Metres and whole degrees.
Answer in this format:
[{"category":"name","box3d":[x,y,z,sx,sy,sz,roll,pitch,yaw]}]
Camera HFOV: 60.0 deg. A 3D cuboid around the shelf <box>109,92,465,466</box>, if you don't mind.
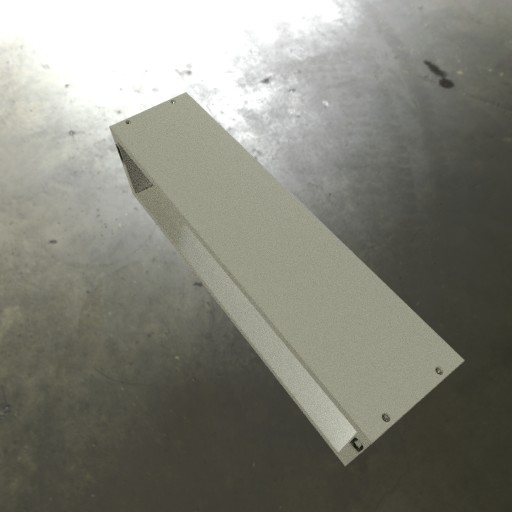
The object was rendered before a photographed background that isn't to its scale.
[{"category":"shelf","box3d":[0.000,0.000,0.694,0.150,0.170,0.610,-32,63,-19]}]
